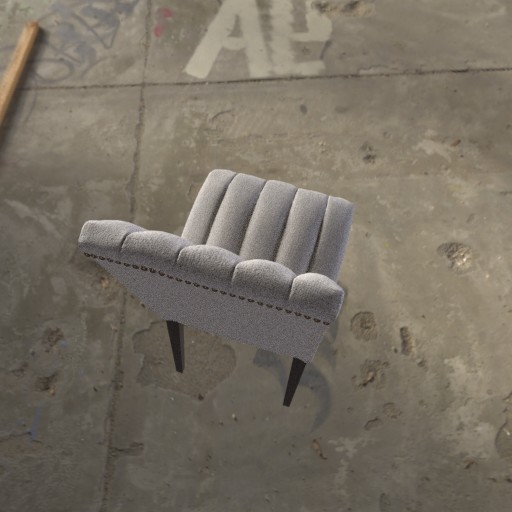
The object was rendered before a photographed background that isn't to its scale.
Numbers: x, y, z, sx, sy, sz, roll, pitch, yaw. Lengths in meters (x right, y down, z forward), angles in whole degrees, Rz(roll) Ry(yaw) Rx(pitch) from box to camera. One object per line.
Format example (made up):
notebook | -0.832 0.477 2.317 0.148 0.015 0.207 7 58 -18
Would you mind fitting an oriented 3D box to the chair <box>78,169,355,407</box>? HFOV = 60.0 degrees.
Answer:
chair | 0.000 0.000 1.327 0.511 1.016 0.647 15 63 8
